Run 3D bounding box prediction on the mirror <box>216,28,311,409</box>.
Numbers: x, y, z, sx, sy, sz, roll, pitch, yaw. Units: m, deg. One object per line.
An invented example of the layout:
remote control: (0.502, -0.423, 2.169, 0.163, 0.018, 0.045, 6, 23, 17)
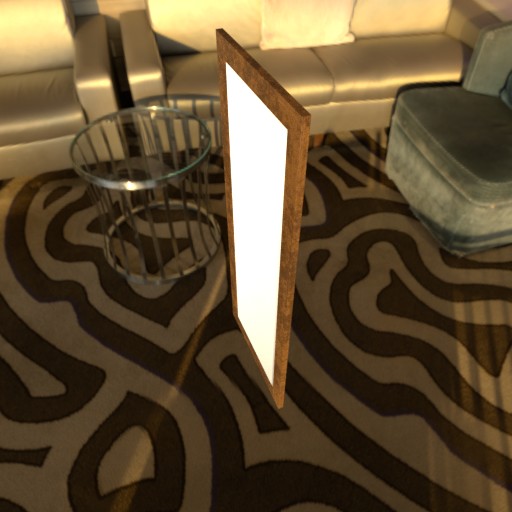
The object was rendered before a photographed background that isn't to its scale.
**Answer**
mirror: (0.000, 0.000, 2.370, 0.032, 2.031, 0.812, -17, 48, -16)
